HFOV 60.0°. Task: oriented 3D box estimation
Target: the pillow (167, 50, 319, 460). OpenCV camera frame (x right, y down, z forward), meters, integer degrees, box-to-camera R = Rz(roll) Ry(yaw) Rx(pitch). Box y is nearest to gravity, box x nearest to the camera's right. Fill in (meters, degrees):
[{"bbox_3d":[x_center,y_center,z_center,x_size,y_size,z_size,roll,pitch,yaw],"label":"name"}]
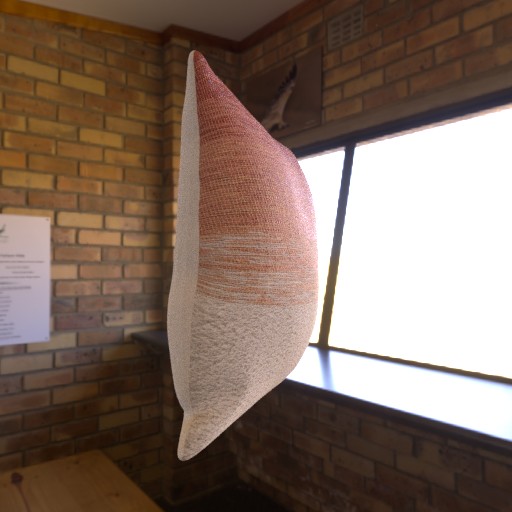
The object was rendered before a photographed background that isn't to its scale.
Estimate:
[{"bbox_3d":[0.000,0.000,0.671,0.182,0.441,0.440,0,-1,19],"label":"pillow"}]
